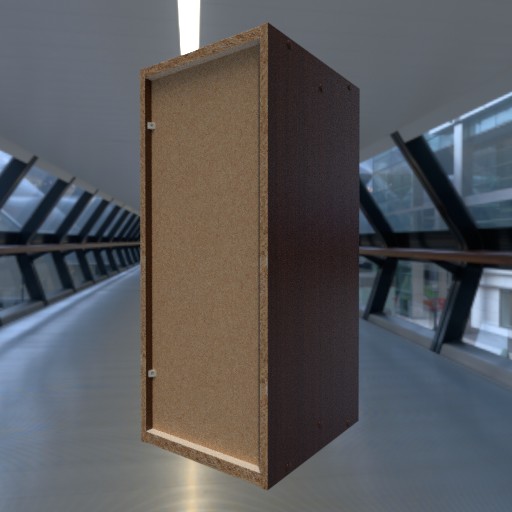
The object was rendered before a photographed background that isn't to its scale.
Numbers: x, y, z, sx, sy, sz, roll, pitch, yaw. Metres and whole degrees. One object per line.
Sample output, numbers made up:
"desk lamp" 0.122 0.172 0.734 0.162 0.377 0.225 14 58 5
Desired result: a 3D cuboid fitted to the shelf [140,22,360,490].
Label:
"shelf" 0.000 0.000 0.758 0.253 0.600 0.290 1 1 36
